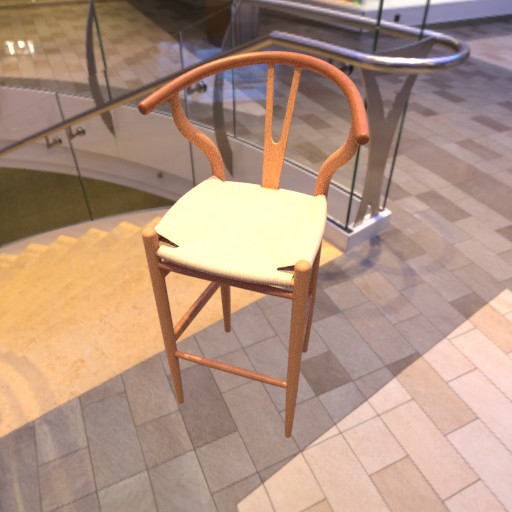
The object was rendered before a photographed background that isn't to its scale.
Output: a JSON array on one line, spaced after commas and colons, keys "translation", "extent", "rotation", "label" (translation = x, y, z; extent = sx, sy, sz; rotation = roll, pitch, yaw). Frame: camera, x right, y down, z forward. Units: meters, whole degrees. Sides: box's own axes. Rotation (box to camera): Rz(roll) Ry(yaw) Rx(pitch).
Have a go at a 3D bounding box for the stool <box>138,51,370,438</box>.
[{"translation": [0.000, 0.000, 1.387], "extent": [0.574, 1.068, 0.561], "rotation": [12, 41, 14], "label": "stool"}]
